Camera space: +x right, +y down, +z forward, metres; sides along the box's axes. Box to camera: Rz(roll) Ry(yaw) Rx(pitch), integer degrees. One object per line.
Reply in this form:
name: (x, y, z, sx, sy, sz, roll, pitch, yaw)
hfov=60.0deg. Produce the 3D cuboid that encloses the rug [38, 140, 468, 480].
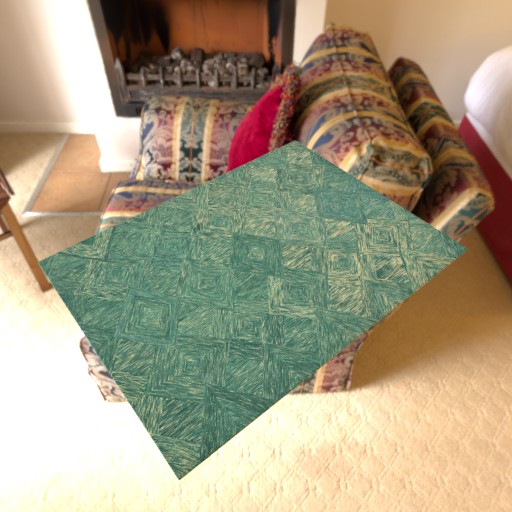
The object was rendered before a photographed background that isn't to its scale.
rug: (0.000, 0.000, 4.136, 3.217, 0.027, 2.405, -31, 54, -26)
